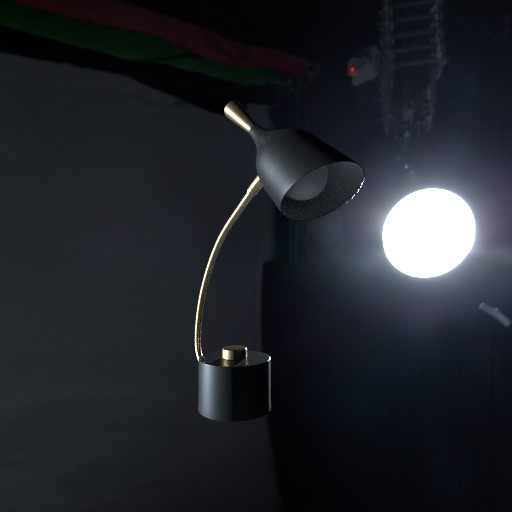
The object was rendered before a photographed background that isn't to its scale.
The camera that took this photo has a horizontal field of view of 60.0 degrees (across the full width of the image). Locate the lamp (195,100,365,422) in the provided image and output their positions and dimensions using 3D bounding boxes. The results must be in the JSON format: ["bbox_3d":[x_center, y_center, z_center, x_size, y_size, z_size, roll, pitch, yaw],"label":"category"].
[{"bbox_3d":[0.000,0.000,0.626,0.110,0.464,0.352,0,1,-36],"label":"lamp"}]
